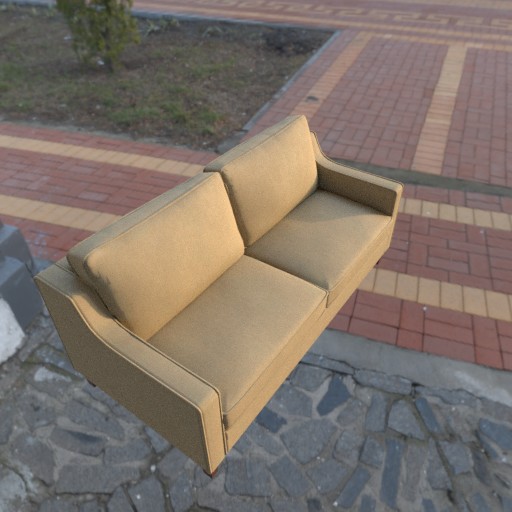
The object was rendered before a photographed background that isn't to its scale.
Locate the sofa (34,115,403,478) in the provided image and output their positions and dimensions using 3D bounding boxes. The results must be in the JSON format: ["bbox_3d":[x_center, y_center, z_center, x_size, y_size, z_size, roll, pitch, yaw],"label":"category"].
[{"bbox_3d":[0.000,0.000,2.772,1.066,1.071,2.178,25,46,27],"label":"sofa"}]
